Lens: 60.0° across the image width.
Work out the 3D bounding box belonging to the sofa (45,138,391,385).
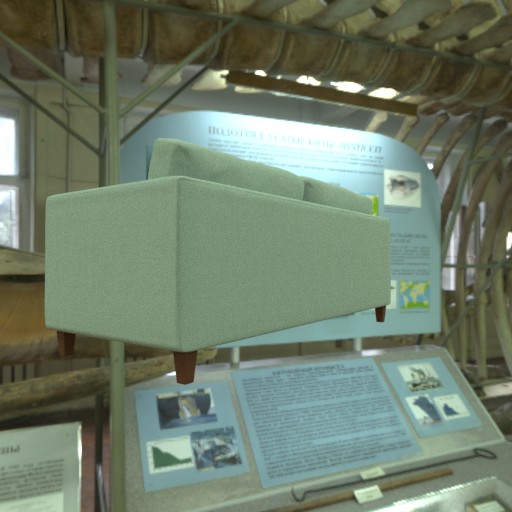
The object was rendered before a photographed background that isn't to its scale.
[{"bbox_3d":[0.000,0.000,2.722,0.951,0.965,2.208,0,0,36],"label":"sofa"}]
